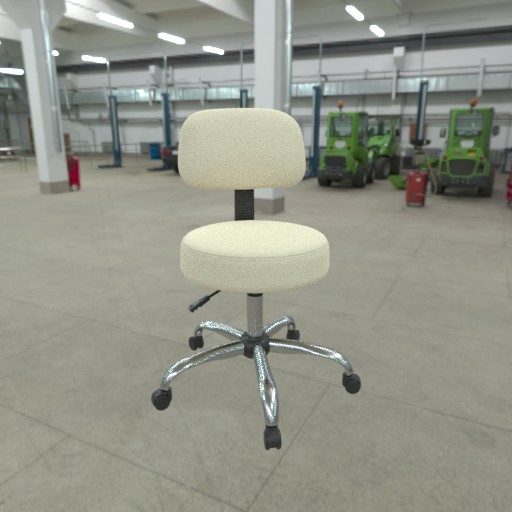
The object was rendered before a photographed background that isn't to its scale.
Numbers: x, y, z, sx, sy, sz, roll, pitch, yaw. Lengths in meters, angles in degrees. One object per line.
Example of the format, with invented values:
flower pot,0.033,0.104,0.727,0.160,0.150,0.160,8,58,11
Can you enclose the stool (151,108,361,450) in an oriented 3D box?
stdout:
stool,0.000,0.000,1.237,0.609,0.810,0.616,-2,16,-8
